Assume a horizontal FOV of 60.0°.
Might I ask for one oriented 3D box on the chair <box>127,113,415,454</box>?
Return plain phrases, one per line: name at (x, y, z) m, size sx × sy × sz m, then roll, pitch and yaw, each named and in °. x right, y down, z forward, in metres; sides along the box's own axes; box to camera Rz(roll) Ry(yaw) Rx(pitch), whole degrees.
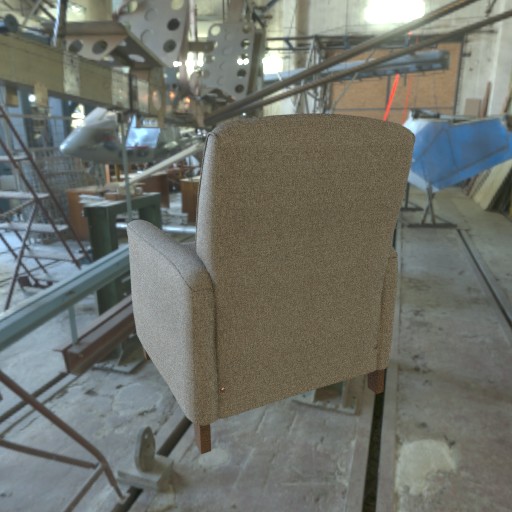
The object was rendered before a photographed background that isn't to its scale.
chair at (0.000, 0.000, 1.700) m, size 0.848 × 1.014 × 0.864 m, roll -8°, pitch 17°, yaw -26°
